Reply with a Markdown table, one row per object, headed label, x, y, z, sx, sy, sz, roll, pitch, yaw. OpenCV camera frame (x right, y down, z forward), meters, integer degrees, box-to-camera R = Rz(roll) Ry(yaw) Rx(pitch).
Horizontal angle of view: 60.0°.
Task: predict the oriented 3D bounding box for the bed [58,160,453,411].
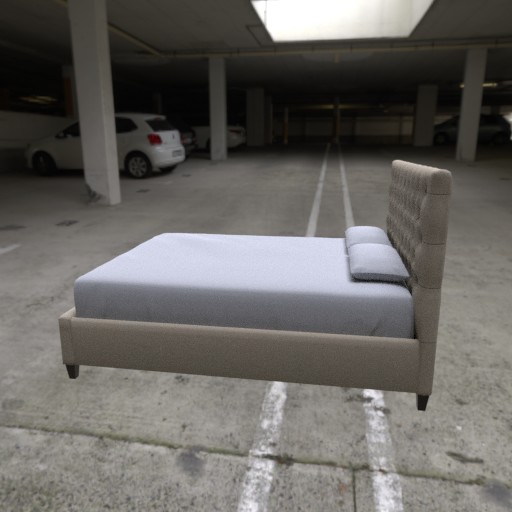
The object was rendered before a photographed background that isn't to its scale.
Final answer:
| label | x | y | z | sx | sy | sz | roll | pitch | yaw |
| --- | --- | --- | --- | --- | --- | --- | --- | --- | --- |
| bed | 0.000 | 0.000 | 3.456 | 2.387 | 1.427 | 1.698 | 2 | 14 | 9 |
